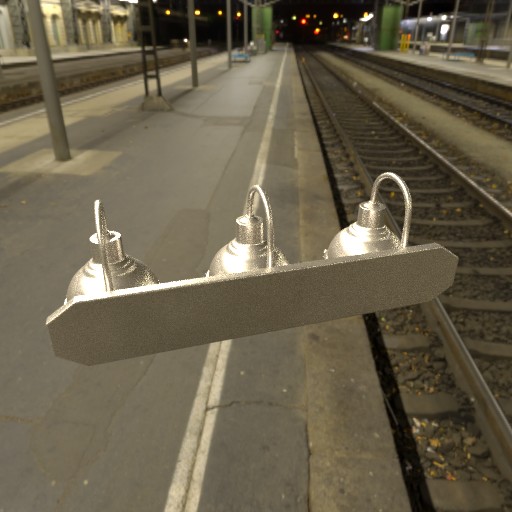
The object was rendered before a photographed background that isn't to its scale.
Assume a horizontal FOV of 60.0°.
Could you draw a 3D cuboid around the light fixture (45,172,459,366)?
[{"bbox_3d":[0.000,0.000,0.748,0.634,0.254,0.229,-8,28,-15],"label":"light fixture"}]
